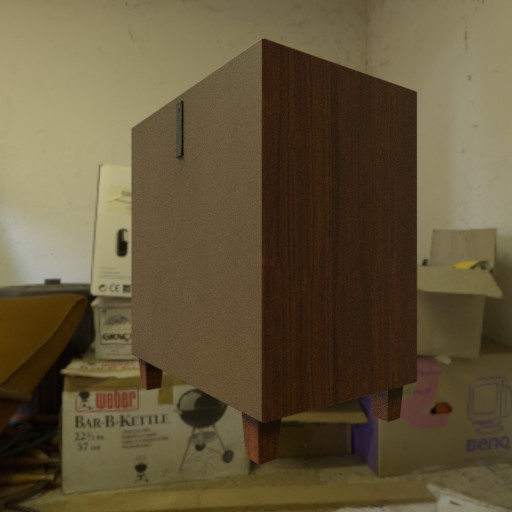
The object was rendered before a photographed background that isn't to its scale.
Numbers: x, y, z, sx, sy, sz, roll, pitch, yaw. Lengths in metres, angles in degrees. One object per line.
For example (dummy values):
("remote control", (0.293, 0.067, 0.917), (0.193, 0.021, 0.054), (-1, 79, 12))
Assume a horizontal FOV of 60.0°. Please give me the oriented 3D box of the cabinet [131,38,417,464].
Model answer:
("cabinet", (0.000, 0.000, 1.066), (0.410, 0.695, 0.607), (0, 0, -35))
